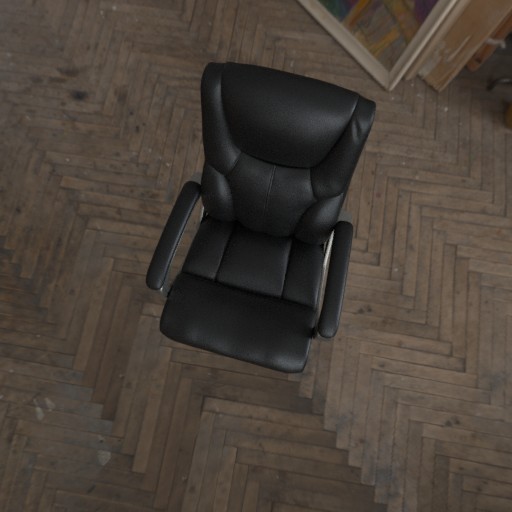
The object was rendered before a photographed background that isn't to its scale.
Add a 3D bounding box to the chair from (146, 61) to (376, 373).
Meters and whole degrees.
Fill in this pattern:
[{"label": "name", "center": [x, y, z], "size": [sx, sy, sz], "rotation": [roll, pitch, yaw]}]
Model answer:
[{"label": "chair", "center": [0.000, 0.000, 1.612], "size": [0.663, 1.155, 0.739], "rotation": [15, 76, 4]}]
